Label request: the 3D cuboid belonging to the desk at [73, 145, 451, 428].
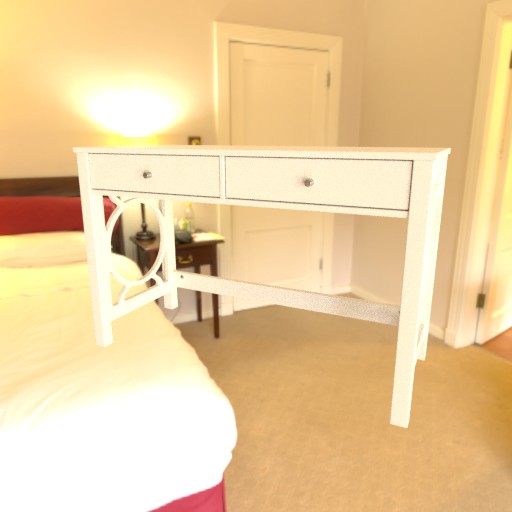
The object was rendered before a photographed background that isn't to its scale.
[{"bbox_3d":[0.000,0.000,1.604,1.191,0.762,0.504,7,17,25],"label":"desk"}]
